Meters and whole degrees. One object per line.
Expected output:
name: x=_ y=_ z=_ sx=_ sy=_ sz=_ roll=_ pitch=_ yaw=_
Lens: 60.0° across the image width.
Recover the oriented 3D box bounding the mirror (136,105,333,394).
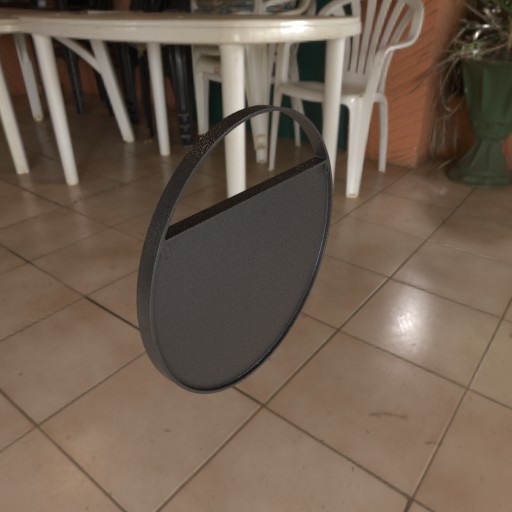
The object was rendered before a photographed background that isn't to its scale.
mirror: x=0.000 y=0.000 z=0.875 sx=0.032 sy=0.565 sz=0.565 roll=21 pitch=36 yaw=31
